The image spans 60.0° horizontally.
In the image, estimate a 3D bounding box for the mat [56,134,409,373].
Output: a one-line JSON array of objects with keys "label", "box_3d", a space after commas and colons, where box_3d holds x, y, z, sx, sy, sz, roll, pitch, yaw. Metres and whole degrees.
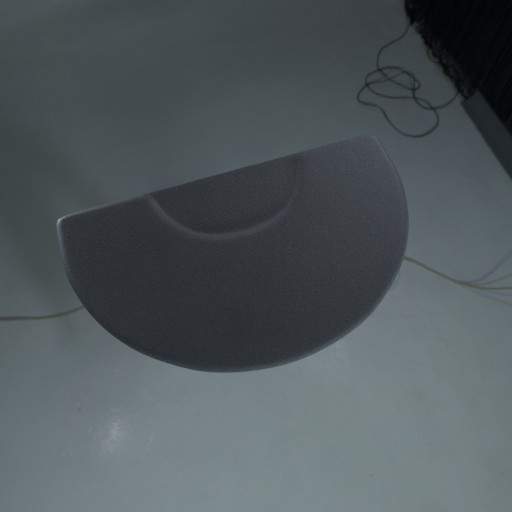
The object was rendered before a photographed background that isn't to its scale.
[{"label": "mat", "box_3d": [0.000, 0.000, 1.826, 1.525, 0.016, 0.917, -17, 64, -9]}]
